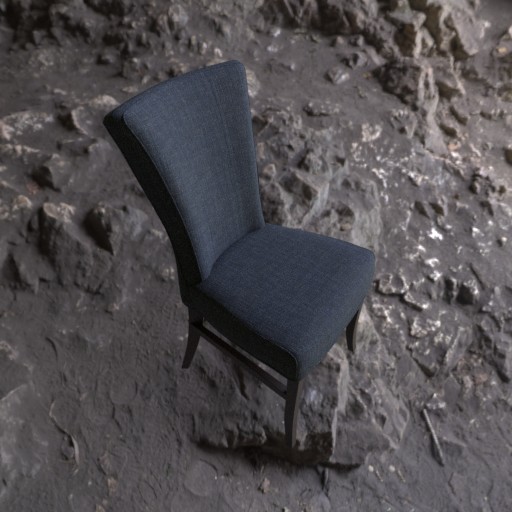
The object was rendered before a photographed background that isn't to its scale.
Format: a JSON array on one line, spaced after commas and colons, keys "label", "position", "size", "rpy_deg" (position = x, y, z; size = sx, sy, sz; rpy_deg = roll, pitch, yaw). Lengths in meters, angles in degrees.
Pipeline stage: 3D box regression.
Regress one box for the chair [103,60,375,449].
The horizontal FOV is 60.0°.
[{"label": "chair", "position": [0.000, 0.000, 1.394], "size": [0.660, 0.991, 0.520], "rpy_deg": [24, 46, 26]}]
